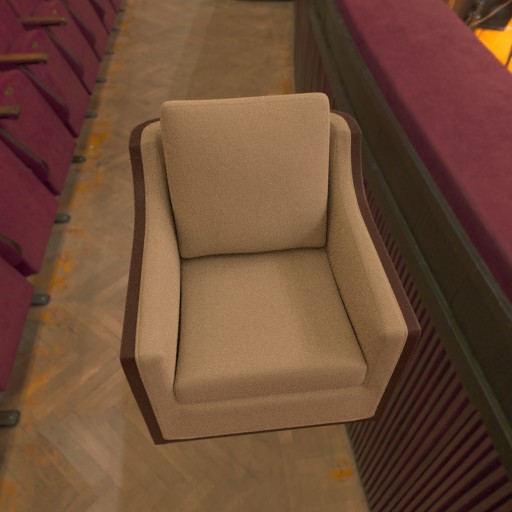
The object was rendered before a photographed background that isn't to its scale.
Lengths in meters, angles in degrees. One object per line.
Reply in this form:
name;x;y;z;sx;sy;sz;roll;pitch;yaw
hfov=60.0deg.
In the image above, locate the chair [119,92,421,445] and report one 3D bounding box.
chair;0.000;0.000;1.613;0.870;0.930;0.950;-5;46;-4
